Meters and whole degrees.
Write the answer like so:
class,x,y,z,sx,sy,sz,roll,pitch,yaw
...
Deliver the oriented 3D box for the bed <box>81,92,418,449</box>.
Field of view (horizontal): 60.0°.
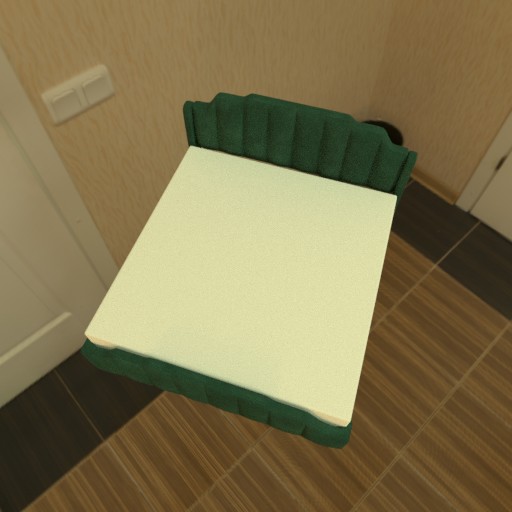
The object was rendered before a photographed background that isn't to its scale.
class,x,y,z,sx,sy,sz,roll,pitch,yaw
bed,0.000,0.000,3.608,2.074,1.245,2.340,16,60,9
